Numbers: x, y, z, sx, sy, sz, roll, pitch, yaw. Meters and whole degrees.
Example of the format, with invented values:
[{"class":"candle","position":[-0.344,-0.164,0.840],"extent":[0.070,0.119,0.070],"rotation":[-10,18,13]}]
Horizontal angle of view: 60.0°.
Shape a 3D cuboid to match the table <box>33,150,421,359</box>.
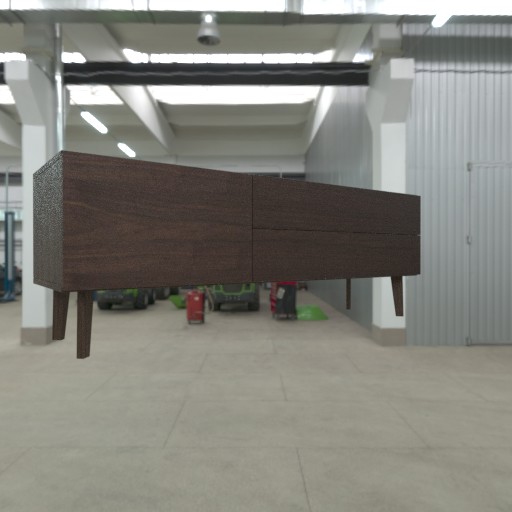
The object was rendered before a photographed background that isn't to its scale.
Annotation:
[{"class":"table","position":[0.000,0.000,1.606],"extent":[1.397,0.508,0.405],"rotation":[0,0,-36]}]
